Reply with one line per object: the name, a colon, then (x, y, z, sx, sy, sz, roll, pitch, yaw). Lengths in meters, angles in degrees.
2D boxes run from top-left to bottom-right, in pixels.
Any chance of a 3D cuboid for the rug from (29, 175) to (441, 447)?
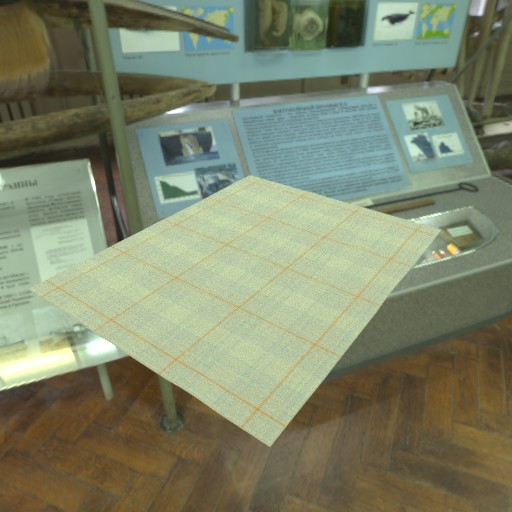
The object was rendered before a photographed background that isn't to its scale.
rug: (0.000, 0.000, 4.085, 2.448, 0.021, 3.051, 22, 38, 30)
